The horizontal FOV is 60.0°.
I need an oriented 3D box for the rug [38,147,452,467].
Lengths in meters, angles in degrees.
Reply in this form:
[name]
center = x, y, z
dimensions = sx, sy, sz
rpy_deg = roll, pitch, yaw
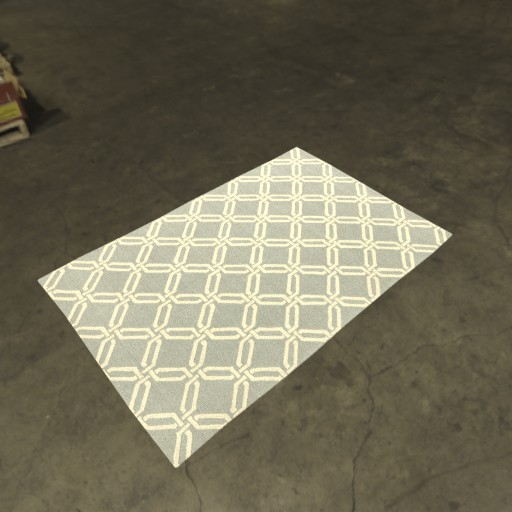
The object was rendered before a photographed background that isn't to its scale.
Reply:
[rug]
center = 0.000, 0.000, 2.197
dimensions = 1.754, 0.010, 1.148
rpy_deg = -33, 54, -28
